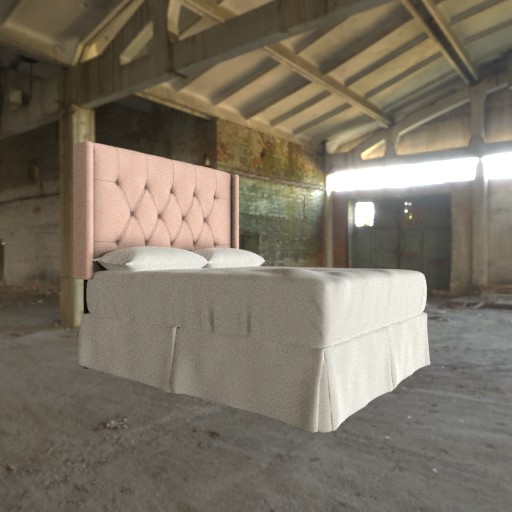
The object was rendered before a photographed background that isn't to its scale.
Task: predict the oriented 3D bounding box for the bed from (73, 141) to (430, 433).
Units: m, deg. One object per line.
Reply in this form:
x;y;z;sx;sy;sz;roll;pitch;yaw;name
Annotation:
0.000;0.000;3.262;2.066;1.665;1.719;0;0;37;bed
